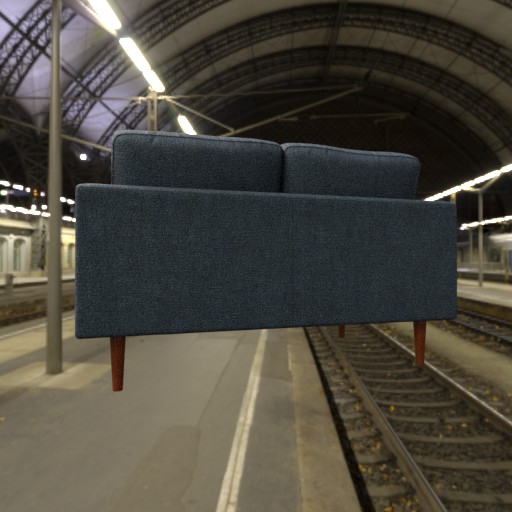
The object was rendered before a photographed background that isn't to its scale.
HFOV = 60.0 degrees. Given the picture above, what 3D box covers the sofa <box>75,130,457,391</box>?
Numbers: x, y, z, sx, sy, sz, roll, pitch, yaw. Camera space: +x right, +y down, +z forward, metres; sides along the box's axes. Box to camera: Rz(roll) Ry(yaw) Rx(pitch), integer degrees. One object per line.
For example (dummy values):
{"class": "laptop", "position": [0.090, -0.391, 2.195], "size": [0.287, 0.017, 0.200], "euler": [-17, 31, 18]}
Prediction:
{"class": "sofa", "position": [0.000, 0.000, 2.102], "size": [1.582, 0.944, 0.903], "euler": [0, 0, -18]}
